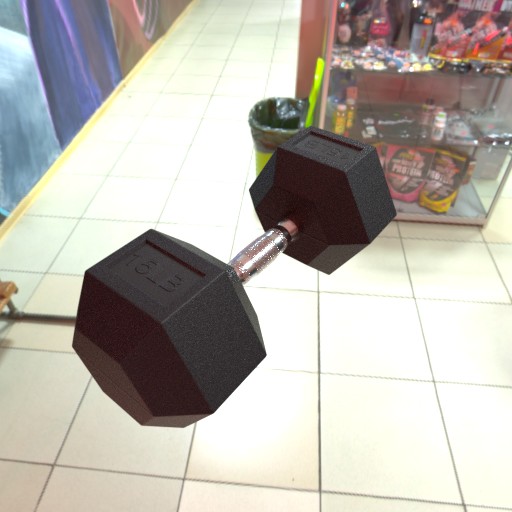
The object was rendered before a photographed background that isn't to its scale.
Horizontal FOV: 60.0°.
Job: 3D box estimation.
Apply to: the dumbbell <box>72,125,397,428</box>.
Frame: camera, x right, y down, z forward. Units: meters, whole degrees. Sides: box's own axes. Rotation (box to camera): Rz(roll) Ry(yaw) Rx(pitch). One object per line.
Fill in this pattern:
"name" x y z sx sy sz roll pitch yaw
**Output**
"dumbbell" 0.000 0.000 0.334 0.122 0.106 0.271 28 49 27
